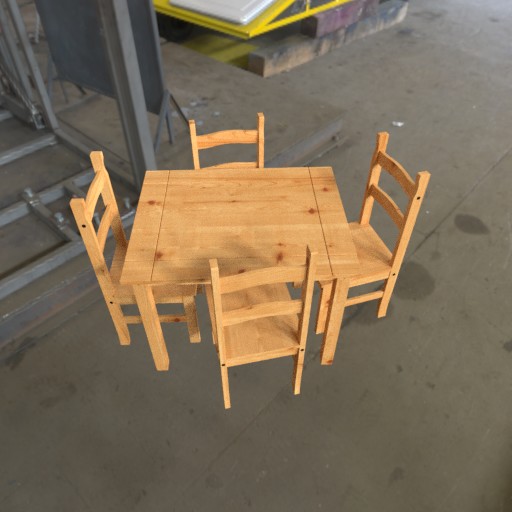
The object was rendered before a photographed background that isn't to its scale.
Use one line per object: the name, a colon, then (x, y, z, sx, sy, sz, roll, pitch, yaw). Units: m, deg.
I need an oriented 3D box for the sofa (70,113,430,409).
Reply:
sofa: (0.000, 0.000, 2.272, 1.529, 1.000, 1.144, -2, 45, -2)
